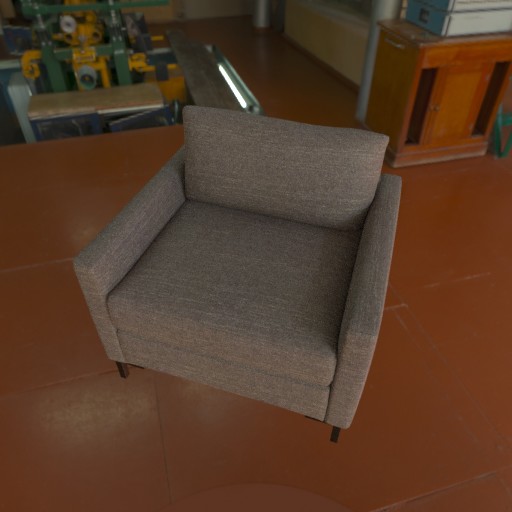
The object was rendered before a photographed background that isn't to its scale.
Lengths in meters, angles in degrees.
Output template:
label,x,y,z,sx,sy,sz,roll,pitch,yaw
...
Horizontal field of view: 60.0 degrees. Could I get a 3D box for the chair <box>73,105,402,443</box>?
label,x,y,z,sx,sy,sz,roll,pitch,yaw
chair,0.000,0.000,1.633,0.940,0.841,0.845,12,43,14
